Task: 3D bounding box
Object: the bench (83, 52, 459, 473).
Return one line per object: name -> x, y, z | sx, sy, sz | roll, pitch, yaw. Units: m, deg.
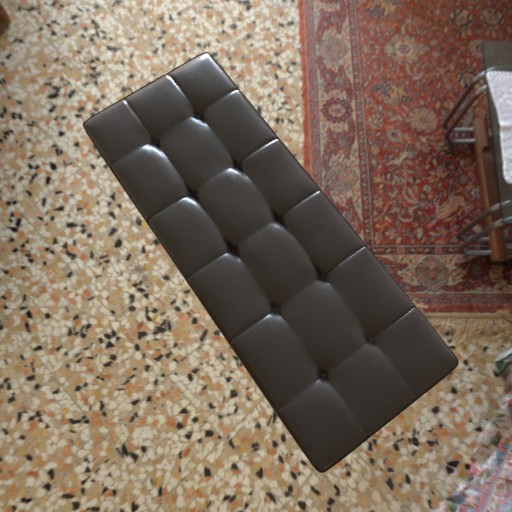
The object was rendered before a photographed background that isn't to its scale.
bench -> 0.000, 0.000, 1.343 | 0.432, 0.460, 1.105 | -34, 77, -9
